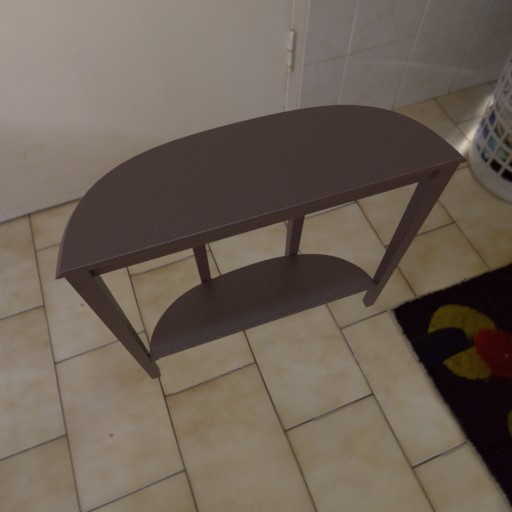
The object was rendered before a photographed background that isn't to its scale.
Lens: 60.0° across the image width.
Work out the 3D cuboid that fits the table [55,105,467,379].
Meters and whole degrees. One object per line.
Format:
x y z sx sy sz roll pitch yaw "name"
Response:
0.000 0.000 1.333 0.909 0.831 0.274 -17 62 -9 "table"
